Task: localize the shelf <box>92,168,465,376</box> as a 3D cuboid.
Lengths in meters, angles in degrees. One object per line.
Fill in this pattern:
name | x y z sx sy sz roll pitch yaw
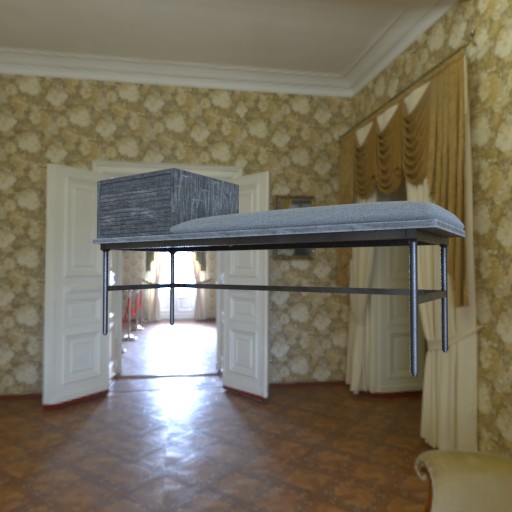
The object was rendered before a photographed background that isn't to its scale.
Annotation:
shelf | 0.000 0.000 1.627 1.342 0.633 0.457 -1 -2 34
